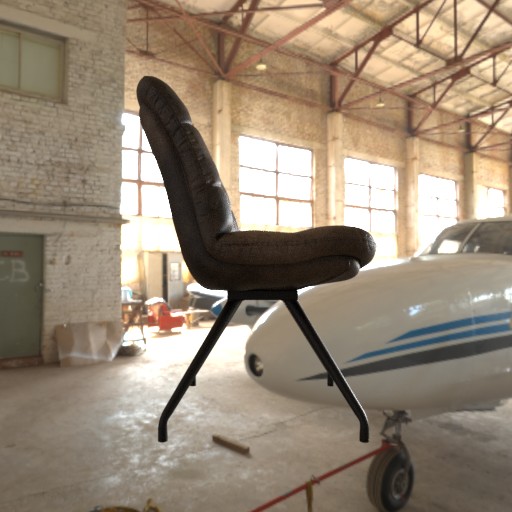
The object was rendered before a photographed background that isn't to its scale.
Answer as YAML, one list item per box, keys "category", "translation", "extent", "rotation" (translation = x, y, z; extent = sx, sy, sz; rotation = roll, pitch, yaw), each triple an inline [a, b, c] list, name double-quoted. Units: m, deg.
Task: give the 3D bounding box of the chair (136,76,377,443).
- category: "chair"
  translation: [0.000, 0.000, 1.278]
  extent: [0.622, 0.870, 0.549]
  rotation: [0, -1, 0]
